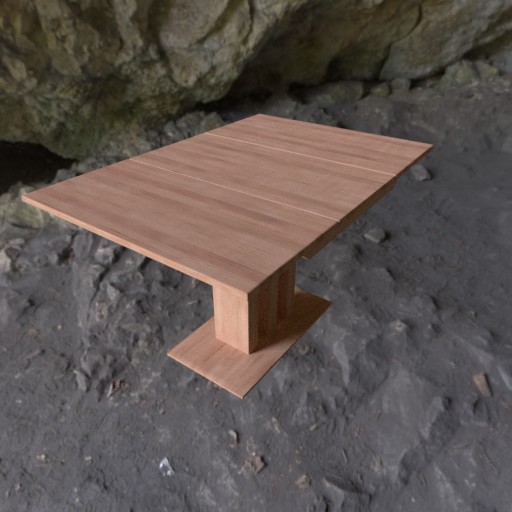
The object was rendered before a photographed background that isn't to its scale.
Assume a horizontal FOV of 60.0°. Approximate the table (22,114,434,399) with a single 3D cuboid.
[{"bbox_3d":[0.000,0.000,1.830,0.900,0.770,1.300,21,37,30],"label":"table"}]
